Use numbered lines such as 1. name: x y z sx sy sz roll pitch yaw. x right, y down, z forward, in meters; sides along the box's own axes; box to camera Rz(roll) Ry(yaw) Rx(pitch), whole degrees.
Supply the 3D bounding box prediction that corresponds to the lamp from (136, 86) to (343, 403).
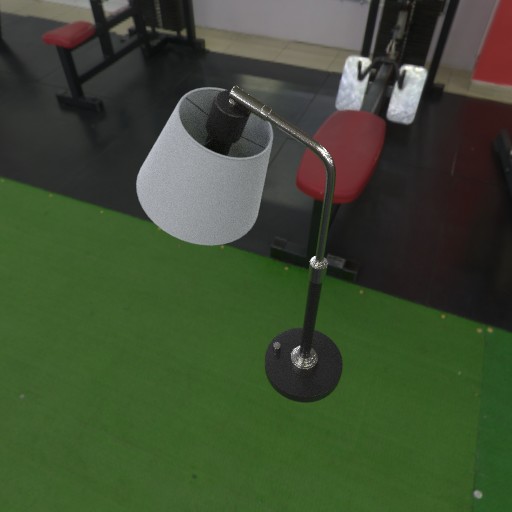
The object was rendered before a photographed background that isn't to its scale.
1. lamp: 0.000 0.000 0.690 0.348 0.539 0.181 19 50 17
